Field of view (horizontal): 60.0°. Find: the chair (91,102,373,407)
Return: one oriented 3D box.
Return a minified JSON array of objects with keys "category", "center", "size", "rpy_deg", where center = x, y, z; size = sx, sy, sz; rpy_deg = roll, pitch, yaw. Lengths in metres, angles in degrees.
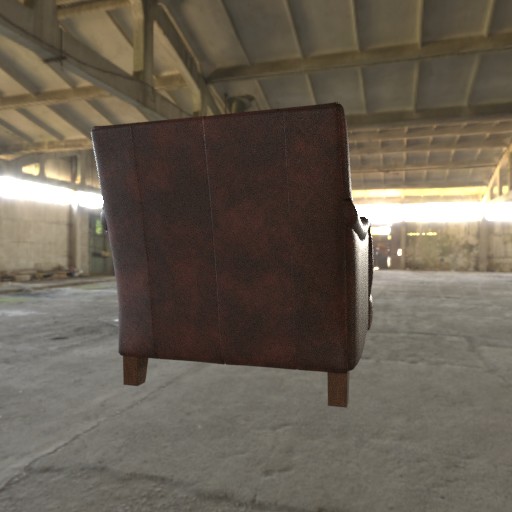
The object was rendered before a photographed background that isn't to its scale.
[{"category":"chair","center":[0.000,0.000,1.986],"size":[0.987,1.051,1.156],"rpy_deg":[0,1,17]}]
